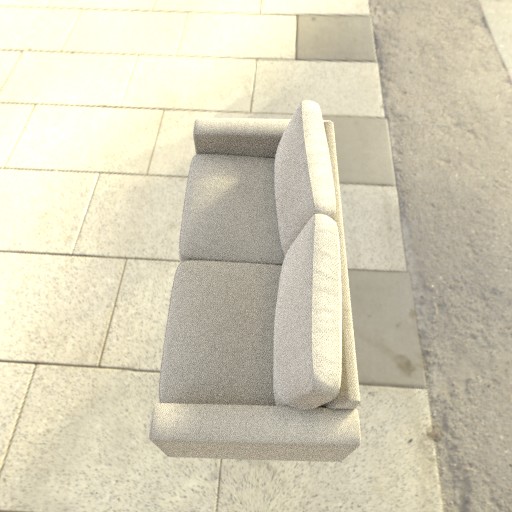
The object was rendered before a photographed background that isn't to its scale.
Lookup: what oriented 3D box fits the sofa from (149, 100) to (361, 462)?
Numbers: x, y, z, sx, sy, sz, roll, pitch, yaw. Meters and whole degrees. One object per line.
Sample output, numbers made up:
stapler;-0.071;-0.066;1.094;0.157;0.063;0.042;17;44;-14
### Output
sofa;0.000;0.000;2.704;1.016;0.873;2.179;1;58;1
